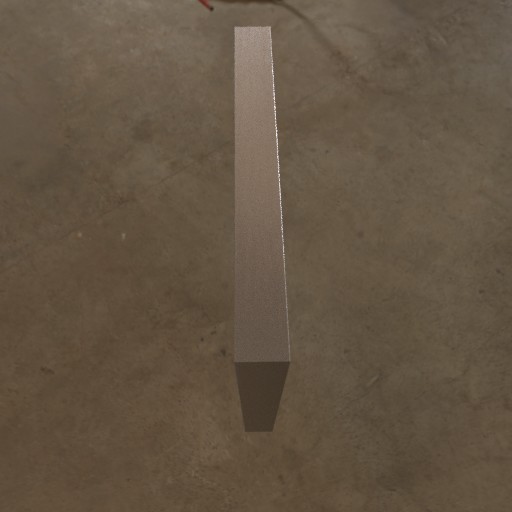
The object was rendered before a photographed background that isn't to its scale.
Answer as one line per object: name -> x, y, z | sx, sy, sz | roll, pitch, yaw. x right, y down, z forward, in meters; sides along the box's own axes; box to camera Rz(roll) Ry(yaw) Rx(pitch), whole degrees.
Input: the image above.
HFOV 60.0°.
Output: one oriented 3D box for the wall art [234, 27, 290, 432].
wall art -> 0.000, 0.000, 0.528 | 0.038, 0.350, 0.350 | -1, 61, -1
